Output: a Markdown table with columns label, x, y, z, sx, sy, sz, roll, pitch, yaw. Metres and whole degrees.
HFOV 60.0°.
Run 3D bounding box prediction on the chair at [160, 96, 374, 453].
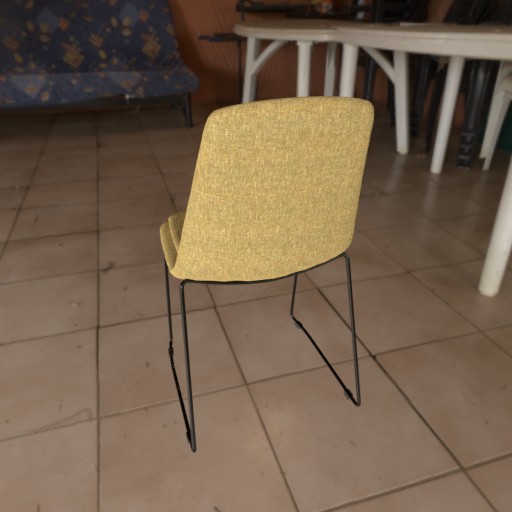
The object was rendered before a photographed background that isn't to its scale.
| label | x | y | z | sx | sy | sz | roll | pitch | yaw |
| --- | --- | --- | --- | --- | --- | --- | --- | --- | --- |
| chair | 0.000 | 0.000 | 1.140 | 0.479 | 0.849 | 0.496 | -9 | 30 | -16 |
